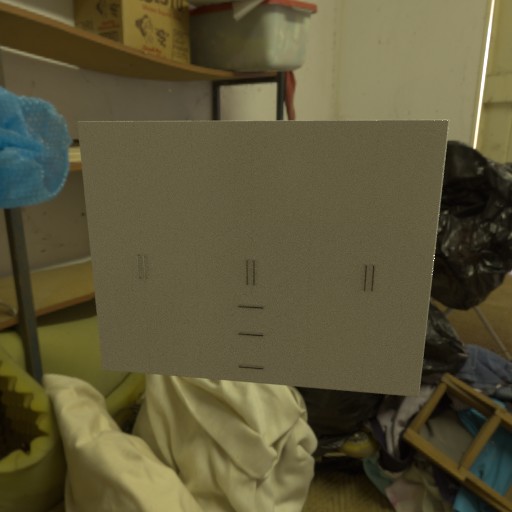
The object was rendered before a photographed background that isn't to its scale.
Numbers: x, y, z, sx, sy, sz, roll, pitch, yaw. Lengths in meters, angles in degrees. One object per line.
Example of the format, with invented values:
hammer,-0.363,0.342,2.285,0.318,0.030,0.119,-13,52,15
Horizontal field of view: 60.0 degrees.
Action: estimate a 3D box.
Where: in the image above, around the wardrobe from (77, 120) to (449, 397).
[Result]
wardrobe,0.000,0.000,4.064,3.000,2.360,0.580,2,16,9
